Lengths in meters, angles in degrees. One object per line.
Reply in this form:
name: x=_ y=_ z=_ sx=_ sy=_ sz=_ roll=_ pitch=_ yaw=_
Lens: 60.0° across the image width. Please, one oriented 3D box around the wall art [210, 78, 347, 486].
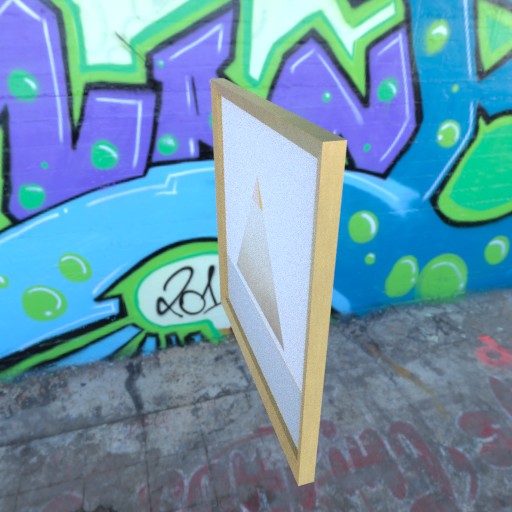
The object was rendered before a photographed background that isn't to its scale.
wall art: x=0.000 y=0.000 z=2.866 sx=0.097 sy=1.936 sz=1.935 roll=-8 pitch=29 yaw=-15
